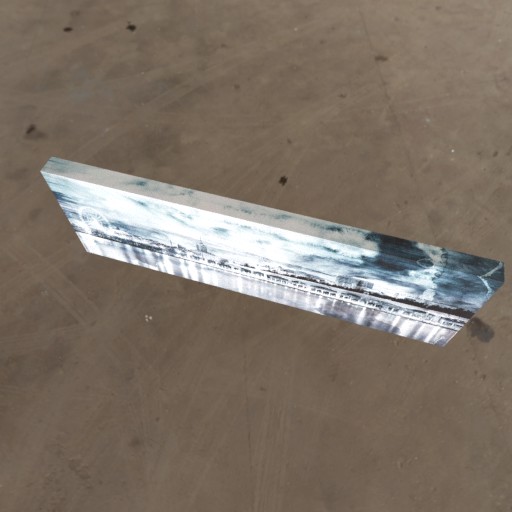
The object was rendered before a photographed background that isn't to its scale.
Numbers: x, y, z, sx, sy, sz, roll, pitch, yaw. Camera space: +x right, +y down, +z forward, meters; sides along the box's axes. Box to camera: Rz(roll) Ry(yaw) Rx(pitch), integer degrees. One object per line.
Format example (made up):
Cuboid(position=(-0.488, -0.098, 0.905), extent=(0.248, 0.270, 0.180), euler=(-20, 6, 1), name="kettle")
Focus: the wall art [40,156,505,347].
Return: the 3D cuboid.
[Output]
Cuboid(position=(0.000, 0.000, 0.812), extent=(0.759, 0.251, 0.037), euler=(14, 58, 9), name="wall art")
